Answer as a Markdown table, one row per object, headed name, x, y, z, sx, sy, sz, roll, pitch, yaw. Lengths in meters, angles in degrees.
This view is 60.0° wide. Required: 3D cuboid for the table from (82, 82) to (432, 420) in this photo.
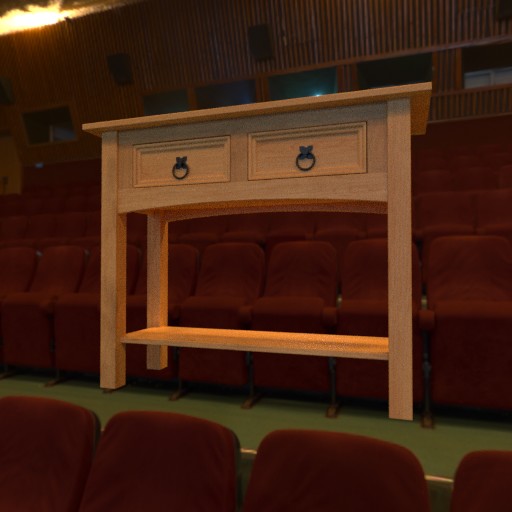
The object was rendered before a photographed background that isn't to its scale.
| name | x | y | z | sx | sy | sz | roll | pitch | yaw |
| --- | --- | --- | --- | --- | --- | --- | --- | --- | --- |
| table | 0.000 | 0.000 | 1.235 | 0.900 | 0.728 | 0.340 | 0 | -1 | 19 |
